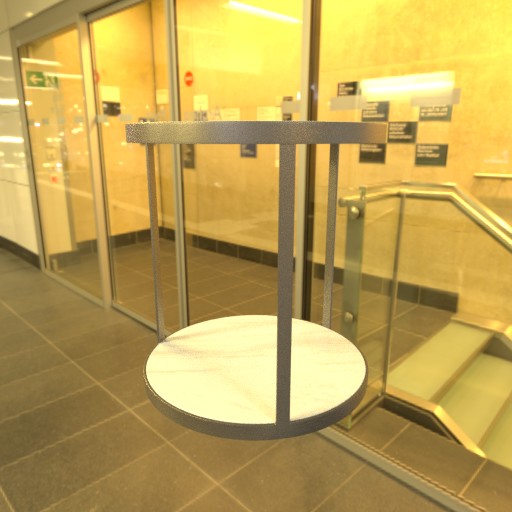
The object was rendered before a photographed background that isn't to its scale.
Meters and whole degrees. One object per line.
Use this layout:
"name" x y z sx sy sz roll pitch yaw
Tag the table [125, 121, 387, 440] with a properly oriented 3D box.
"table" 0.000 0.000 0.845 0.445 0.479 0.445 0 15 0
